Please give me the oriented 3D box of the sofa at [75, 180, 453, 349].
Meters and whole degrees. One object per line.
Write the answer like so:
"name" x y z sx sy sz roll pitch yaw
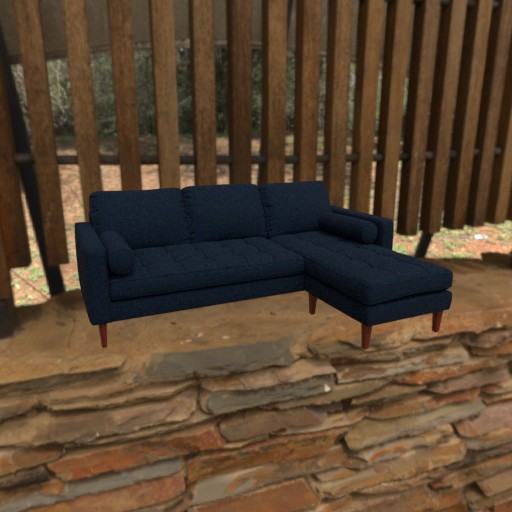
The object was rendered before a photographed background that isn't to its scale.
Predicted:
"sofa" 0.000 0.000 2.983 2.185 0.841 1.613 -7 16 -24
